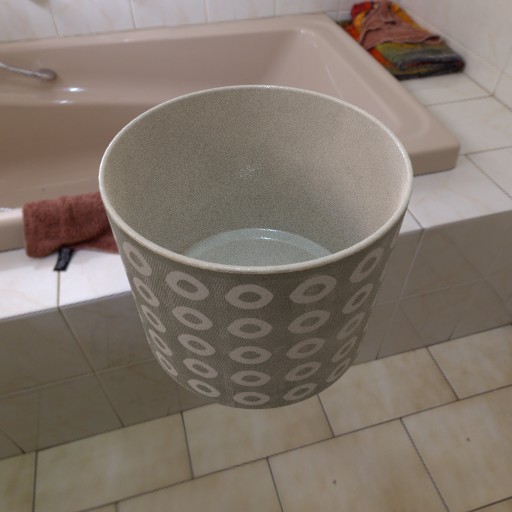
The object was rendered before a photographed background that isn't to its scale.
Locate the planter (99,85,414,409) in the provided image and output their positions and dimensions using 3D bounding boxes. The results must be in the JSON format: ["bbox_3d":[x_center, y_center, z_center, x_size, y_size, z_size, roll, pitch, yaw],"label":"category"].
[{"bbox_3d":[0.000,0.000,0.340,0.190,0.181,0.190,0,47,0],"label":"planter"}]
